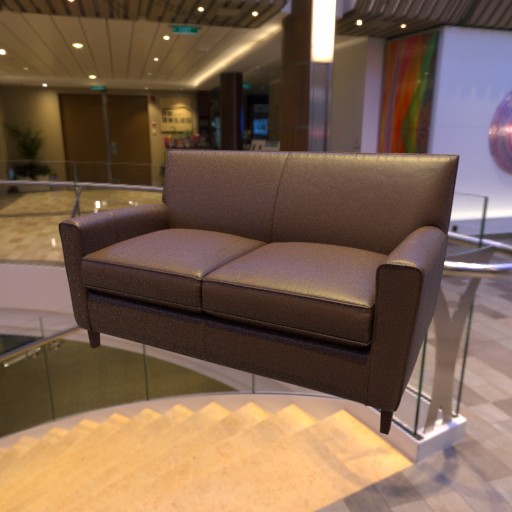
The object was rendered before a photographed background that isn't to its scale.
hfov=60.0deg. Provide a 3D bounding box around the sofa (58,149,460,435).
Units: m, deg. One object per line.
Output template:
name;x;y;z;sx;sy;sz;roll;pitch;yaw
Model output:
sofa;0.000;0.000;1.914;1.468;0.859;0.853;8;17;26
